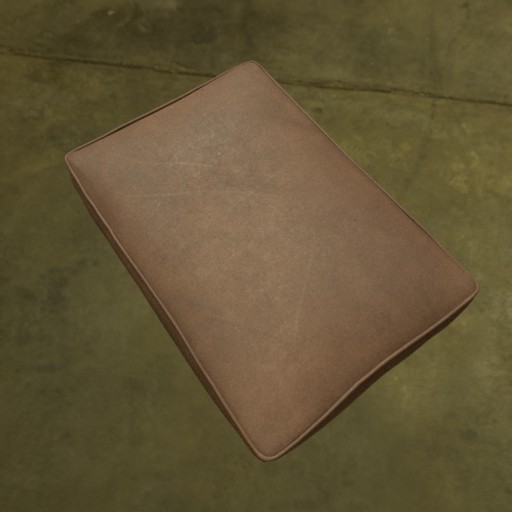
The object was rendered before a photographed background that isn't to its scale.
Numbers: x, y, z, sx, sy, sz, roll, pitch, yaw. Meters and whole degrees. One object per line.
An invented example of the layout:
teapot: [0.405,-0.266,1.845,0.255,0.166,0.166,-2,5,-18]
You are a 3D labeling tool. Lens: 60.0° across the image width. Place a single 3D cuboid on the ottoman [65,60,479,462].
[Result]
ottoman: [0.000,0.000,1.176,0.596,0.481,0.860,-33,69,-15]
